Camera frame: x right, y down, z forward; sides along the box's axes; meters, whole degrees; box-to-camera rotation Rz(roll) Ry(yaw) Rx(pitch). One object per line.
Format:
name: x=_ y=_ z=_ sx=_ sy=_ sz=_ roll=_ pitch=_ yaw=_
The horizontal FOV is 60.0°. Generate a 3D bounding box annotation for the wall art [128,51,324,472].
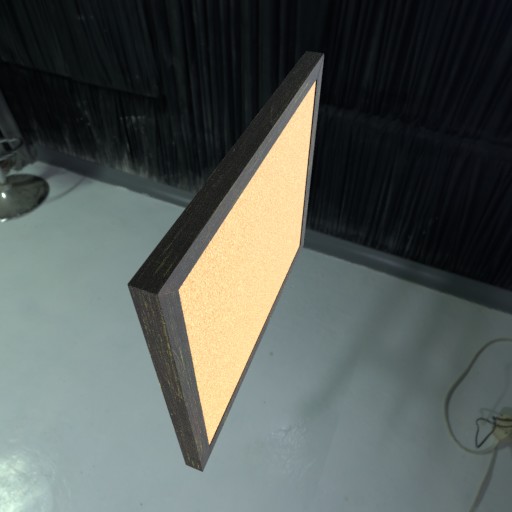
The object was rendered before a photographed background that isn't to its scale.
wall art: x=0.000 y=0.000 z=0.738 sx=0.032 sy=0.457 sz=0.558 roll=16 pitch=48 yaw=14
